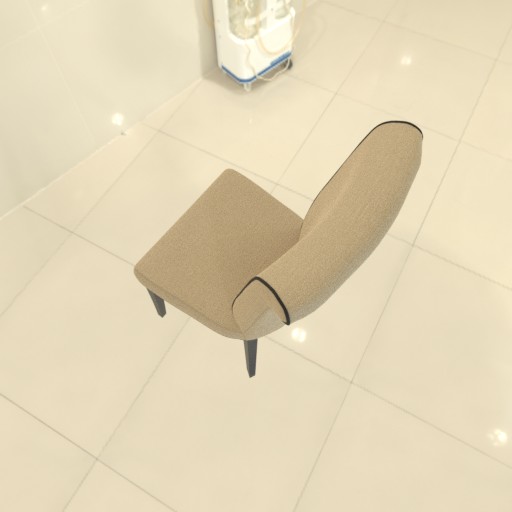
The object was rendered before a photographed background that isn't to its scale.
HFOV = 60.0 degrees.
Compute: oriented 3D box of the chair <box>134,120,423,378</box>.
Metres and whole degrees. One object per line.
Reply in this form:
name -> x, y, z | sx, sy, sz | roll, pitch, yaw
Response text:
chair -> 0.000, 0.000, 1.348 | 0.623, 0.997, 0.522 | 33, 68, 15
